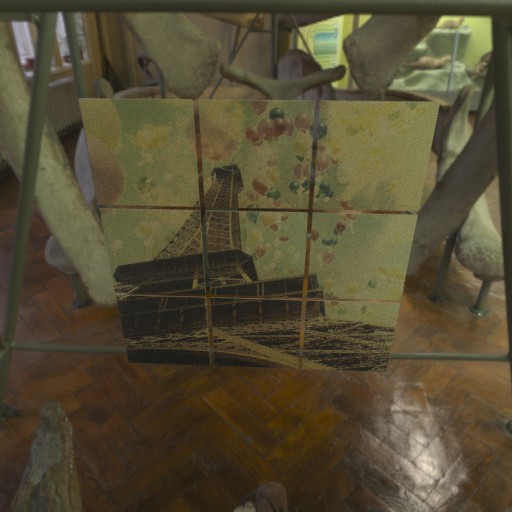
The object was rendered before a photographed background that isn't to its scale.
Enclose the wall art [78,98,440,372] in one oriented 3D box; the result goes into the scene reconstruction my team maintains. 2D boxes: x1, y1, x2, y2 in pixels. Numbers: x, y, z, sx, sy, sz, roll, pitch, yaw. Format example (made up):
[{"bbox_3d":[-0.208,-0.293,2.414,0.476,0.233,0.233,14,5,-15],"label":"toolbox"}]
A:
[{"bbox_3d":[0.000,0.000,2.231,1.517,1.505,0.002,1,30,2],"label":"wall art"}]
